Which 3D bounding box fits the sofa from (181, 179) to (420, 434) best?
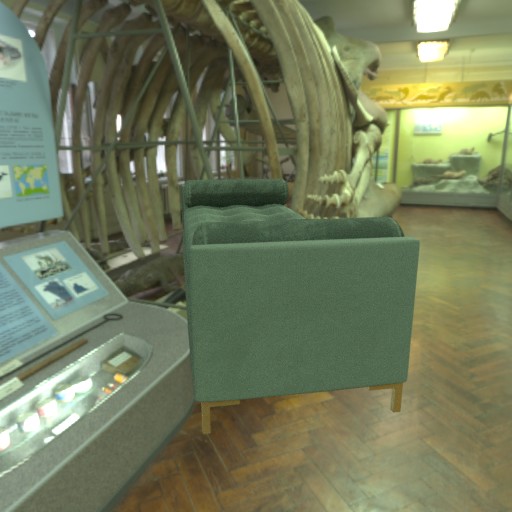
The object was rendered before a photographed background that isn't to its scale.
[{"bbox_3d":[0.000,0.000,2.475,0.796,0.705,2.102,-3,15,-10],"label":"sofa"}]
